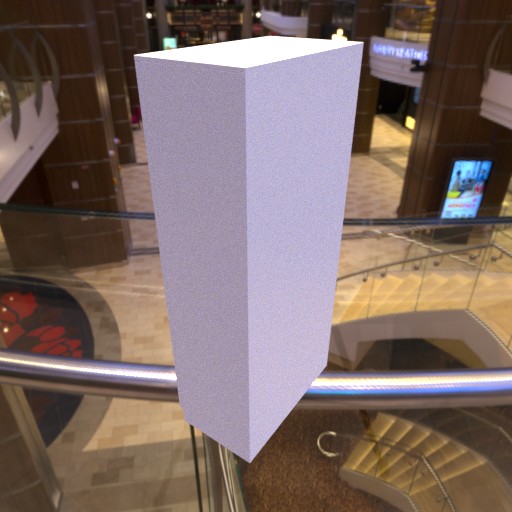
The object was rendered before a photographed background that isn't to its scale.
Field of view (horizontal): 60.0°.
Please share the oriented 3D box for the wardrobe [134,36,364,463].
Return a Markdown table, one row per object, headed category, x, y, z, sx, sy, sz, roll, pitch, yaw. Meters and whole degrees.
| category | x | y | z | sx | sy | sz | roll | pitch | yaw |
| --- | --- | --- | --- | --- | --- | --- | --- | --- | --- |
| wardrobe | 0.000 | 0.000 | 1.987 | 0.470 | 1.700 | 0.760 | 20 | 37 | 30 |
